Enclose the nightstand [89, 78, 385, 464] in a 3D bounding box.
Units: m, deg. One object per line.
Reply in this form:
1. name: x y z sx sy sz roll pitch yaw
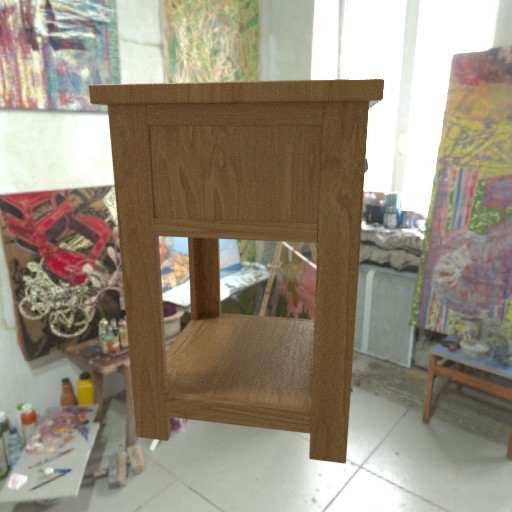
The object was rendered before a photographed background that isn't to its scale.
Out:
1. nightstand: 0.000 0.000 0.892 0.418 0.614 0.428 3 16 10
